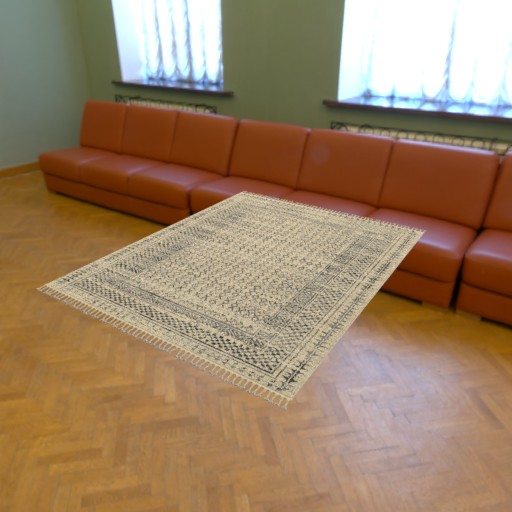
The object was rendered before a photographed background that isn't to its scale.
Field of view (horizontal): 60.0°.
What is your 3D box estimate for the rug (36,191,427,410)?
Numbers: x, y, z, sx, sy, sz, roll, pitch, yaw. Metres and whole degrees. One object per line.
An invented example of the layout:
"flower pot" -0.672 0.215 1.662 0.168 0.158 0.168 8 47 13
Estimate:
"rug" 0.000 0.000 4.060 2.312 0.013 2.940 17 31 29
